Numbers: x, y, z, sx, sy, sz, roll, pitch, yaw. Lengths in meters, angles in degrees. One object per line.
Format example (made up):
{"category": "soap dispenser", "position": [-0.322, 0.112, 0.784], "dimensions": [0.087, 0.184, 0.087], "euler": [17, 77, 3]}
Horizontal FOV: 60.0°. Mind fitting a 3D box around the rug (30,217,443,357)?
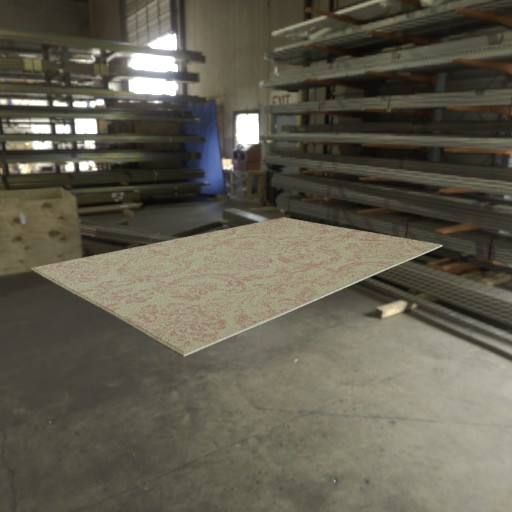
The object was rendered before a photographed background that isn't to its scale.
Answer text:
{"category": "rug", "position": [0.000, 0.000, 2.336], "dimensions": [1.219, 0.012, 1.839], "euler": [15, 21, 43]}
